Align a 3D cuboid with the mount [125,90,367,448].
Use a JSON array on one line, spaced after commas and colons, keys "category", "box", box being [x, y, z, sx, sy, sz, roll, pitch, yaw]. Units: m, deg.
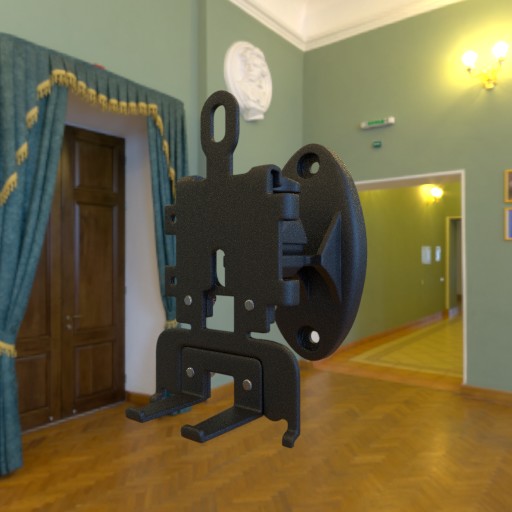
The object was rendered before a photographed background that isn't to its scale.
[{"category": "mount", "box": [0.000, 0.000, 0.177, 0.066, 0.118, 0.100, 0, 0, 36]}]
